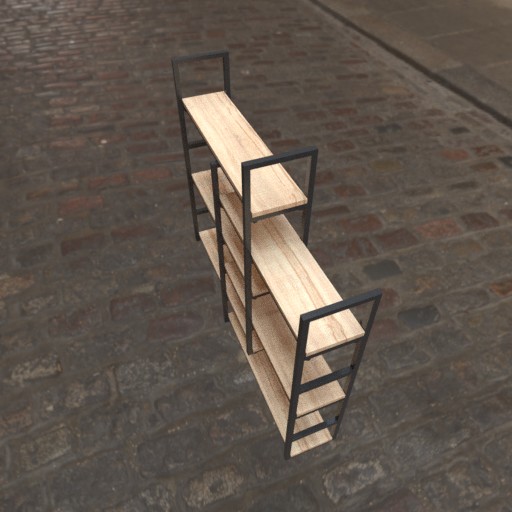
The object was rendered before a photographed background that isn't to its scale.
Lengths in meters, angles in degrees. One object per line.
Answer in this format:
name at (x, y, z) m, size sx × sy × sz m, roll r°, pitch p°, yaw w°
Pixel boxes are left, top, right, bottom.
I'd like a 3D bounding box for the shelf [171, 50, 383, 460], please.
shelf at (0.000, 0.000, 1.414) m, size 0.183 × 0.921 × 0.946 m, roll -16°, pitch 48°, yaw -15°
